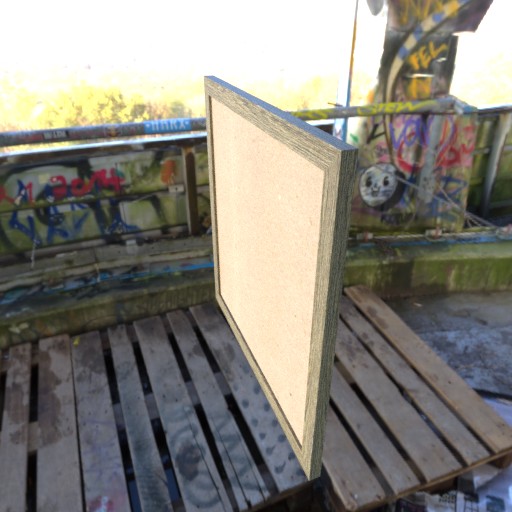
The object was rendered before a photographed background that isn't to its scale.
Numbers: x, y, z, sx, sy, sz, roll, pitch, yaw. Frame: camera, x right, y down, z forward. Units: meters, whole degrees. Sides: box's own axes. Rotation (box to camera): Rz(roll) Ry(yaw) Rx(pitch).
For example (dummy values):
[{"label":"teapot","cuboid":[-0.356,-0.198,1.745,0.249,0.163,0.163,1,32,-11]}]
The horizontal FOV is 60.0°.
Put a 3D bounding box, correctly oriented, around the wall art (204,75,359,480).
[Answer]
[{"label":"wall art","cuboid":[0.000,0.000,0.753,0.019,0.508,0.508,-11,32,-18]}]
